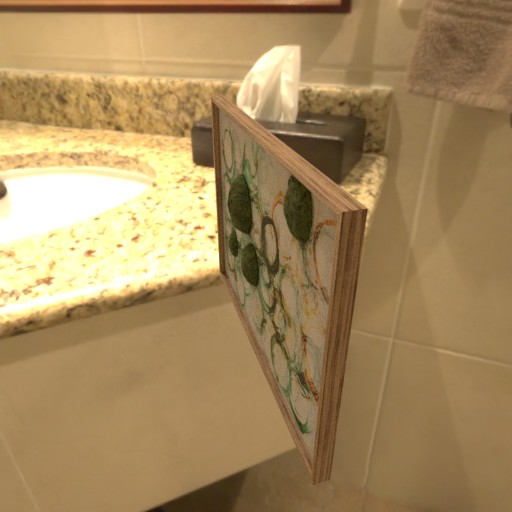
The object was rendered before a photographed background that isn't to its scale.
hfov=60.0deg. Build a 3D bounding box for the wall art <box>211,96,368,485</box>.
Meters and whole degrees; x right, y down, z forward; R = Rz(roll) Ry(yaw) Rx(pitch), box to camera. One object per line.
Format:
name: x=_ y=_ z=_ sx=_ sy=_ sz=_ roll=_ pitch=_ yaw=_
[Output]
wall art: x=0.000 y=0.000 z=1.099 sx=0.063 sy=0.609 sz=0.841 roll=-9 pitch=31 yaw=-15
